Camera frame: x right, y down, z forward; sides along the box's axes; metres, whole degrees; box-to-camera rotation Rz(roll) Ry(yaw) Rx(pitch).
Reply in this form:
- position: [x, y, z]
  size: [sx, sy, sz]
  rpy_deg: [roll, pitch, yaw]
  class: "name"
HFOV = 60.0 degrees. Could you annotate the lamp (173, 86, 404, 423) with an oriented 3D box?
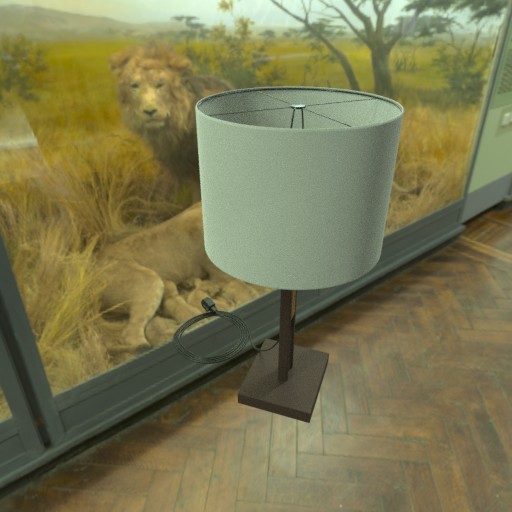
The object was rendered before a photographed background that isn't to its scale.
- position: [0.000, 0.000, 0.980]
  size: [0.525, 0.668, 0.396]
  rpy_deg: [10, 31, 17]
  class: "lamp"
